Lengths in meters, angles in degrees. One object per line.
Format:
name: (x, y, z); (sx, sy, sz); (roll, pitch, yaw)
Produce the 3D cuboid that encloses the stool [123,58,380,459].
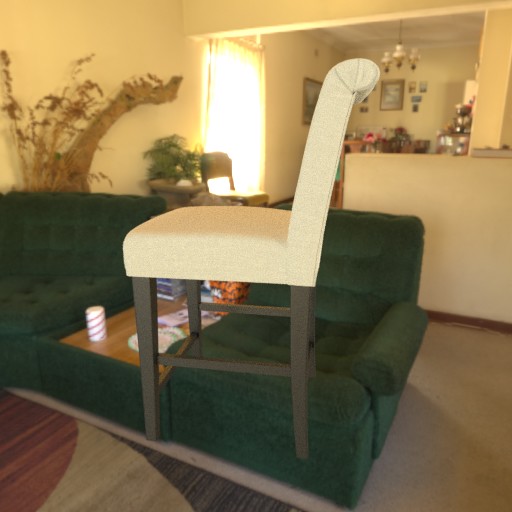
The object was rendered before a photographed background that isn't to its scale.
stool: (0.000, 0.000, 1.276); (0.597, 0.976, 0.452); (3, 16, 10)
